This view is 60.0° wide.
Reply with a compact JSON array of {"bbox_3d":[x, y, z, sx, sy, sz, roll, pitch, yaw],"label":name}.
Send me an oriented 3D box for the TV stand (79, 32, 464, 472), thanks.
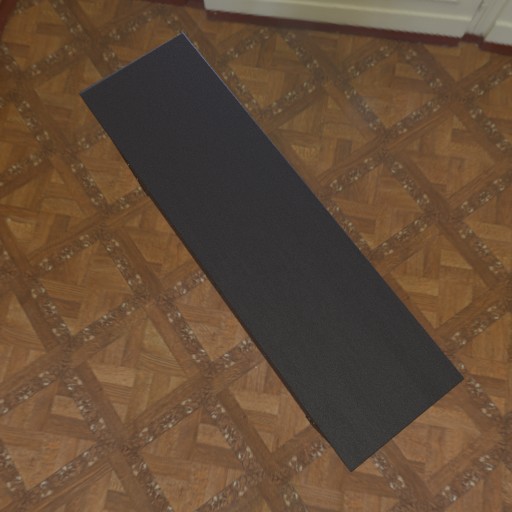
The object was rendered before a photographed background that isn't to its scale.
[{"bbox_3d":[0.000,0.000,1.464,0.347,0.681,1.198,-35,79,-8],"label":"TV stand"}]
